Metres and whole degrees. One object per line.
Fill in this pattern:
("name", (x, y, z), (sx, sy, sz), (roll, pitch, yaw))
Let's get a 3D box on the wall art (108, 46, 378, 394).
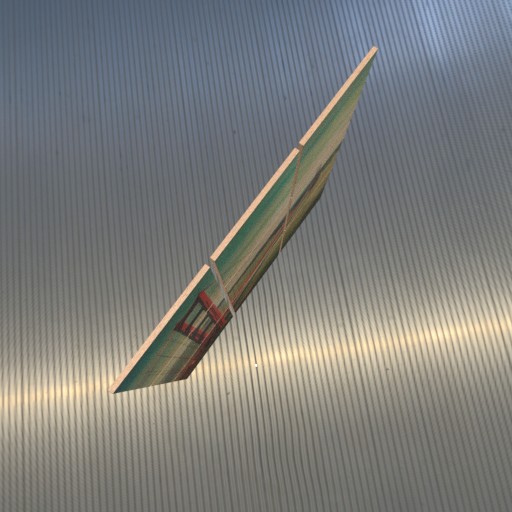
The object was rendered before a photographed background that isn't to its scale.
("wall art", (0.000, 0.000, 1.349), (0.012, 0.910, 0.917), (35, 79, 8))
